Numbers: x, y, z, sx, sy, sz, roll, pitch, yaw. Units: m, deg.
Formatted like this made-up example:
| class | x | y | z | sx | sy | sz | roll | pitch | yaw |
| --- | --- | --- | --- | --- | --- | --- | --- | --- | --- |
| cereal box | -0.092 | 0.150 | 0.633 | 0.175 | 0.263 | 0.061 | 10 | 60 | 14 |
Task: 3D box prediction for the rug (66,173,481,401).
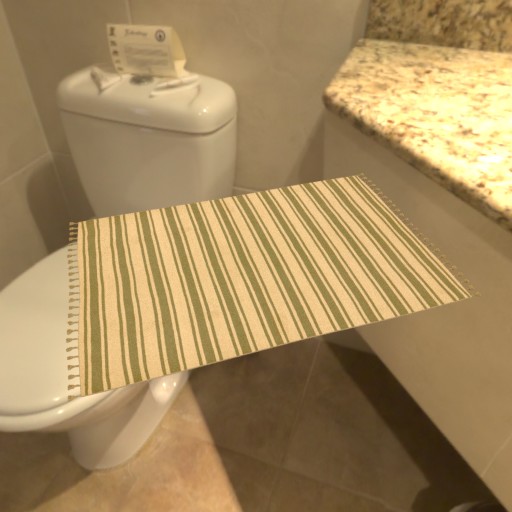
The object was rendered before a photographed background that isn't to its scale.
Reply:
| class | x | y | z | sx | sy | sz | roll | pitch | yaw |
| --- | --- | --- | --- | --- | --- | --- | --- | --- | --- |
| rug | 0.000 | 0.000 | 2.993 | 2.435 | 0.018 | 1.540 | -11 | 42 | -13 |
